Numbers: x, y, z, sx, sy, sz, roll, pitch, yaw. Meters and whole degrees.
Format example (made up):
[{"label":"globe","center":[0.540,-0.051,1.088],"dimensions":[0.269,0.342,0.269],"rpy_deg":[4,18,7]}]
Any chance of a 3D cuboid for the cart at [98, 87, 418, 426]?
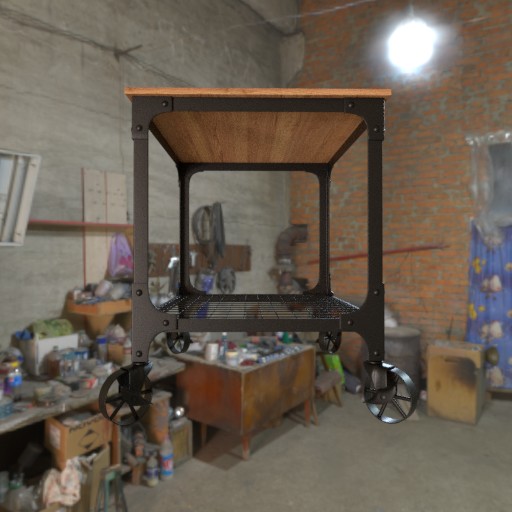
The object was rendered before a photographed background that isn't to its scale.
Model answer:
[{"label":"cart","center":[0.000,0.000,1.092],"dimensions":[0.558,0.603,0.666],"rpy_deg":[0,0,-1]}]
